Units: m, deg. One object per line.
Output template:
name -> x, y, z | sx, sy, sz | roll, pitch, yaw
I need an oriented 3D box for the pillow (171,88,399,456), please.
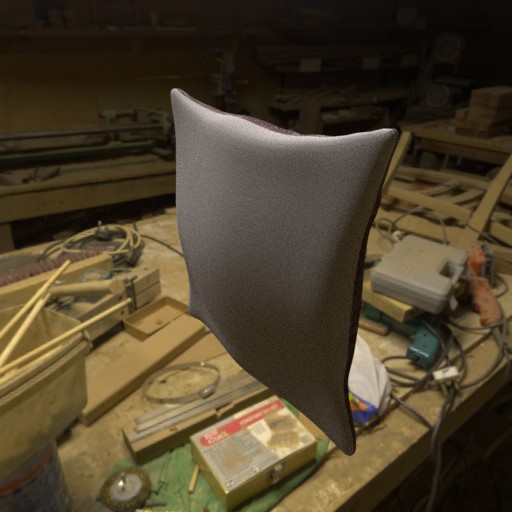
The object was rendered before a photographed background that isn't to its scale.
pillow -> 0.000, 0.000, 0.777 | 0.163, 0.513, 0.514 | -19, 32, -33
